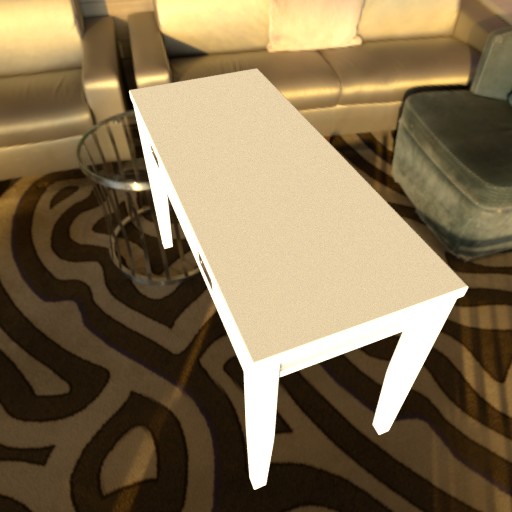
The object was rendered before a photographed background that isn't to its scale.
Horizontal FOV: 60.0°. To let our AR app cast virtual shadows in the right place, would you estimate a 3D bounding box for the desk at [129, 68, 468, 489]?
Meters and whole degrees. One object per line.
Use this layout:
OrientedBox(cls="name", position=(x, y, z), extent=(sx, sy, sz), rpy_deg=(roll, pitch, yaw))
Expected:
OrientedBox(cls="desk", position=(0.000, 0.000, 1.569), extent=(0.508, 0.775, 1.220), rpy_deg=(-16, 48, -15))
